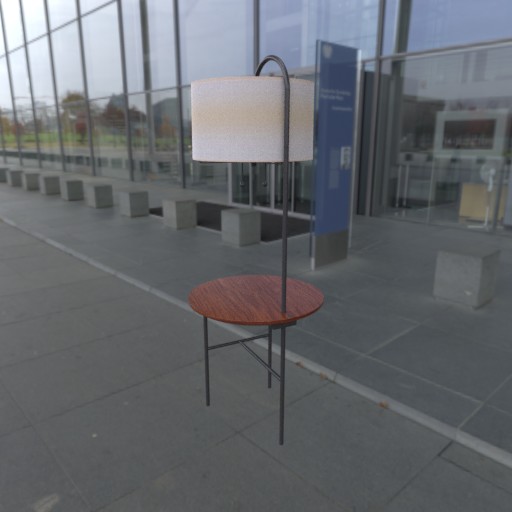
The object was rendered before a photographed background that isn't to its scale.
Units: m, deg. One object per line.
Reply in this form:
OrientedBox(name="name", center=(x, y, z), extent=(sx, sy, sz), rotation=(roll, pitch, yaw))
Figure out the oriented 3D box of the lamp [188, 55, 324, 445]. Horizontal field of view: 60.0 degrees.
OrientedBox(name="lamp", center=(0.000, 0.000, 1.852), extent=(0.573, 1.517, 0.573), rotation=(0, 15, 0))
